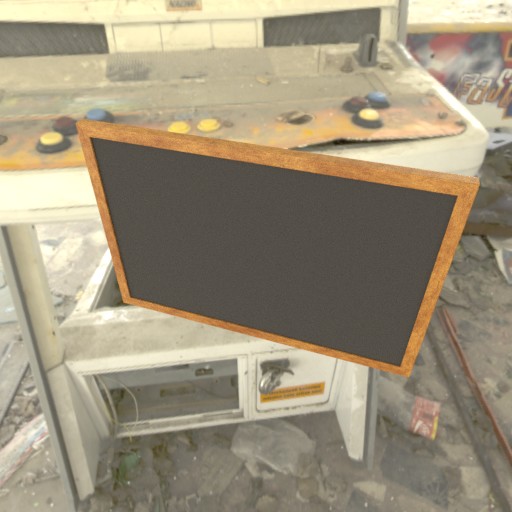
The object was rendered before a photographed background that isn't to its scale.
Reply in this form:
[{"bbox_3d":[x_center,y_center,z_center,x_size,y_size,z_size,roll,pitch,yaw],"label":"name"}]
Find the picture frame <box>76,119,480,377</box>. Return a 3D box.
[{"bbox_3d":[0.000,0.000,1.177,0.922,0.621,0.029,12,41,14],"label":"picture frame"}]
